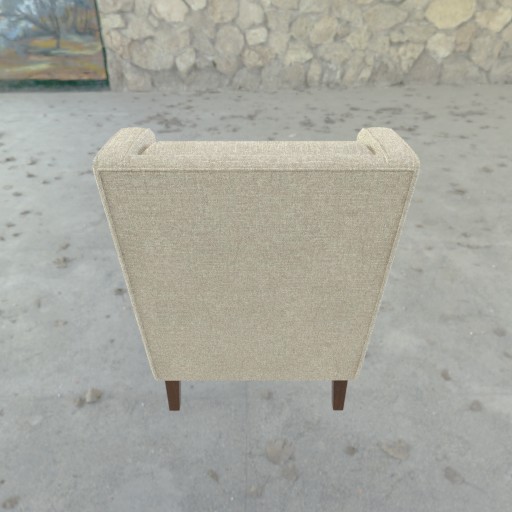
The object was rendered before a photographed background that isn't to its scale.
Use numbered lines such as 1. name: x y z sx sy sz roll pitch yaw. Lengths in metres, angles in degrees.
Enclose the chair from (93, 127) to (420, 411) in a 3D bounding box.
1. chair: 0.000 0.000 1.679 0.764 1.082 0.948 0 31 0
